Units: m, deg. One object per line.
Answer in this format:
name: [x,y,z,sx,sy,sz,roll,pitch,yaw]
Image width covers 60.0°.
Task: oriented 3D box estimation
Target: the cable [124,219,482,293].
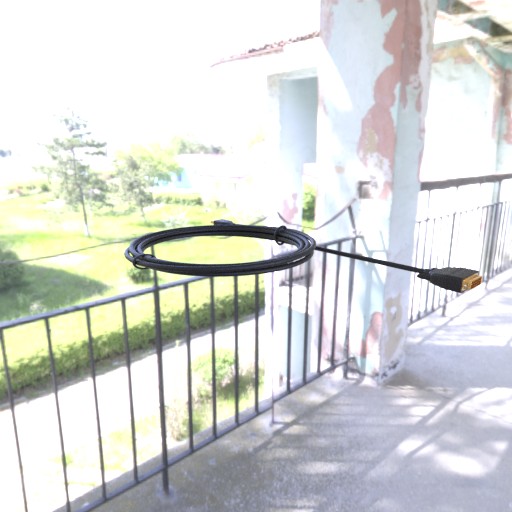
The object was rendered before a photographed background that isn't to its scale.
cable: [0.000,0.000,0.523,0.257,0.030,0.422,-13,20,-42]
